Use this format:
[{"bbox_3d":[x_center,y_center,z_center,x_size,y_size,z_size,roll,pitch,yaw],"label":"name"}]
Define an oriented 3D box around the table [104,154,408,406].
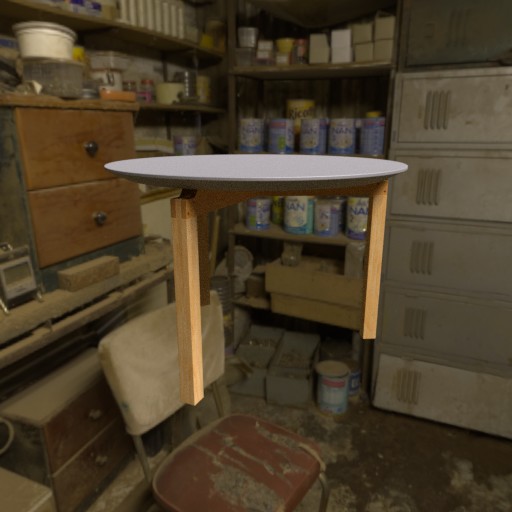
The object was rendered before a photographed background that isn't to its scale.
[{"bbox_3d":[0.000,0.000,0.977,0.600,0.405,0.600,0,16,0],"label":"table"}]
